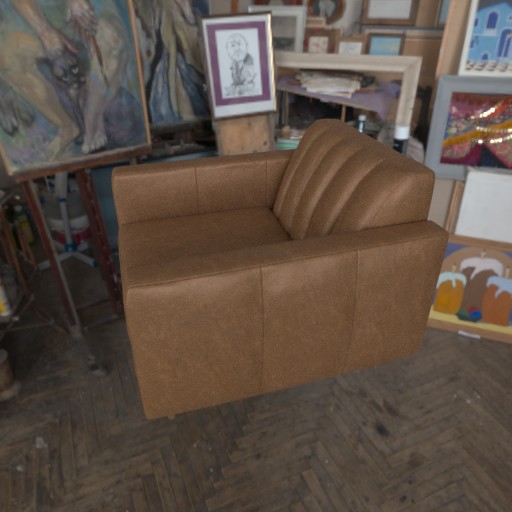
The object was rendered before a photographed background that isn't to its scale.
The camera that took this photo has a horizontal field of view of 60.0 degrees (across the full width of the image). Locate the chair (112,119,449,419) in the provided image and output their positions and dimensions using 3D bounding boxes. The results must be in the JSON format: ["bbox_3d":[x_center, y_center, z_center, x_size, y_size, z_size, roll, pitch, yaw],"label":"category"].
[{"bbox_3d":[0.000,0.000,1.694,0.998,0.819,0.953,-9,32,-15],"label":"chair"}]
